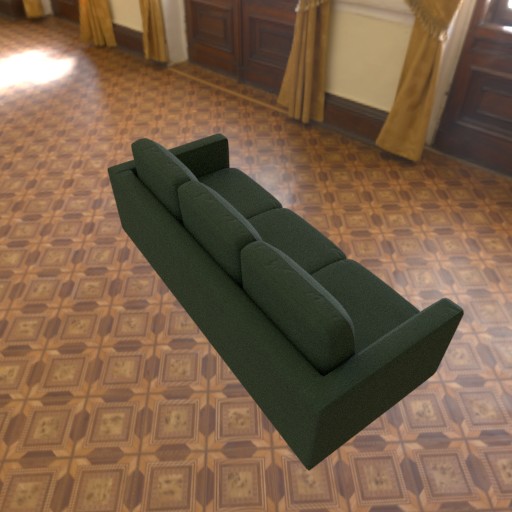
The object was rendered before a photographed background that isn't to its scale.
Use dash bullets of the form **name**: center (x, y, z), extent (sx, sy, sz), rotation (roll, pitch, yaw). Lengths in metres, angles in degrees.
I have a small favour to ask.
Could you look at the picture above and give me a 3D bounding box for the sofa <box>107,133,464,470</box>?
- **sofa**: center (0.000, 0.000, 2.509), extent (0.879, 0.899, 2.029), rotation (-25, 48, -25)
